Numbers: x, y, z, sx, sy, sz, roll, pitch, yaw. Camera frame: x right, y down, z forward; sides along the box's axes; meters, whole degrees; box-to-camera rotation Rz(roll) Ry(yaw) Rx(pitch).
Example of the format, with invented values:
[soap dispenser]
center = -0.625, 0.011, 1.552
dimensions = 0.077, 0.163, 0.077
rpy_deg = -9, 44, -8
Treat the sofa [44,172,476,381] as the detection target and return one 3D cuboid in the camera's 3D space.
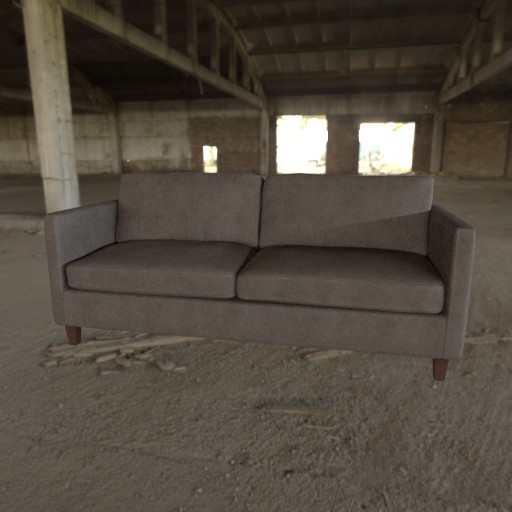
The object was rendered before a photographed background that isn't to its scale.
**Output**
[sofa]
center = 0.000, 0.000, 2.661
dimensions = 2.208, 0.965, 0.951
rpy_deg = 3, 13, 12
